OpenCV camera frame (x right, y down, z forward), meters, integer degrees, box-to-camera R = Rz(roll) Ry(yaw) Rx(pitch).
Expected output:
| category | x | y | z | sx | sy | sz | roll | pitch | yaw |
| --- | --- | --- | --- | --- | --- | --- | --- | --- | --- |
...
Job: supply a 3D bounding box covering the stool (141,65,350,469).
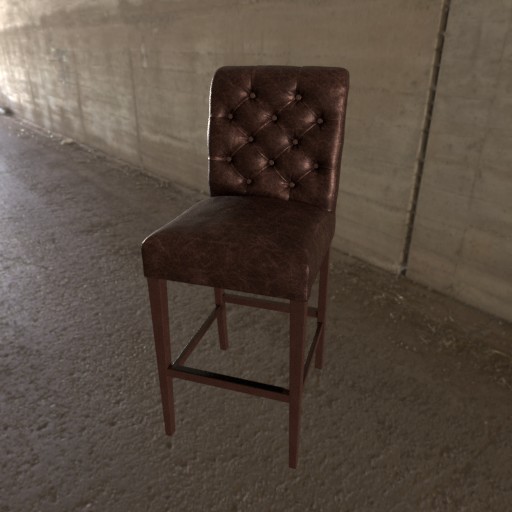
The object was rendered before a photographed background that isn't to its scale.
| category | x | y | z | sx | sy | sz | roll | pitch | yaw |
| --- | --- | --- | --- | --- | --- | --- | --- | --- | --- |
| stool | 0.000 | 0.000 | 1.504 | 0.483 | 1.168 | 0.659 | 8 | 26 | 16 |
